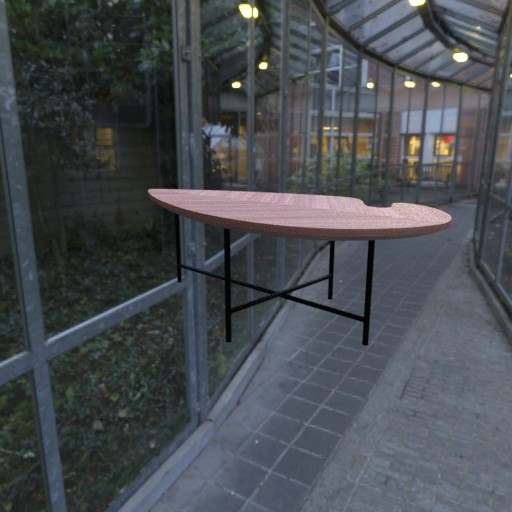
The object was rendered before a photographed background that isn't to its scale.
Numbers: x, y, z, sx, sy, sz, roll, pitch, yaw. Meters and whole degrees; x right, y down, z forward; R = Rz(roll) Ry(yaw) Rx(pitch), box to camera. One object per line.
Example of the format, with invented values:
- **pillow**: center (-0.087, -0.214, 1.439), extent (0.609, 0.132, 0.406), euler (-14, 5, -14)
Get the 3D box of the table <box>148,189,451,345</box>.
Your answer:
- **table**: center (0.000, 0.000, 1.457), extent (1.199, 0.360, 0.598), euler (13, 19, 42)
